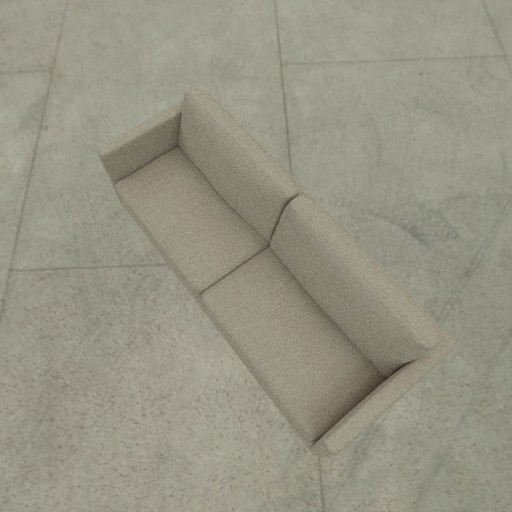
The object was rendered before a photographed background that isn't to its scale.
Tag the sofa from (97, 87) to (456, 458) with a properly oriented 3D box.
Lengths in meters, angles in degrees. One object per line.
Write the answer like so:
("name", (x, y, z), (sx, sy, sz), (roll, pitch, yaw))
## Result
("sofa", (0.000, 0.000, 2.954), (0.951, 0.965, 2.434), (-35, 69, -15))
